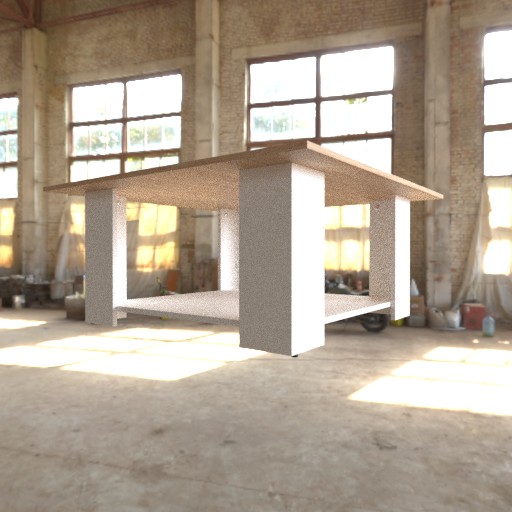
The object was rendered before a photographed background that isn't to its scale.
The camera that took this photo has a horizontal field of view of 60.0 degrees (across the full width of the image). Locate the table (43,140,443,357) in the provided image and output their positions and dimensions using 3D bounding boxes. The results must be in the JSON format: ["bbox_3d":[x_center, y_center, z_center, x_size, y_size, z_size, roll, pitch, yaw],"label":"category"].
[{"bbox_3d":[0.000,0.000,1.043,0.670,0.305,0.670,0,0,37],"label":"table"}]
